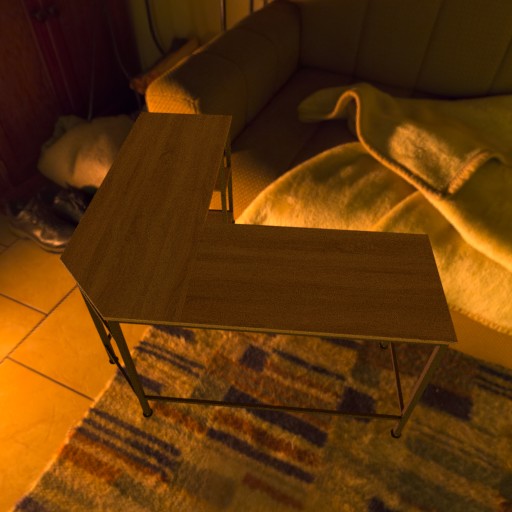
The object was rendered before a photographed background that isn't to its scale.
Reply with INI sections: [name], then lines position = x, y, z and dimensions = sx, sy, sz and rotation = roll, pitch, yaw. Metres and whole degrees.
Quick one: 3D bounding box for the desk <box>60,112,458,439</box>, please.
[desk]
position = 0.000, 0.000, 2.163
dimensions = 1.379, 0.739, 1.379
rotation = 3, 45, 3
